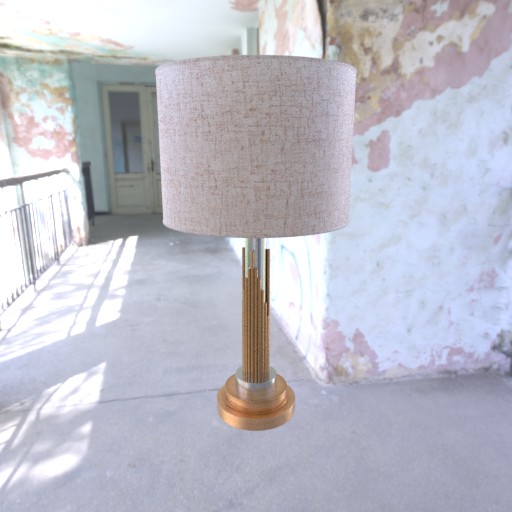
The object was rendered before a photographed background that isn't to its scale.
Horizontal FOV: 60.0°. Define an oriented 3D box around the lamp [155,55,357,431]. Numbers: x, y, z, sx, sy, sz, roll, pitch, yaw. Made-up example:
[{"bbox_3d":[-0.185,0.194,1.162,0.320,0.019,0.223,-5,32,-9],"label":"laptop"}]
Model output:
[{"bbox_3d":[0.000,0.000,0.795,0.321,0.610,0.321,-2,14,-9],"label":"lamp"}]
